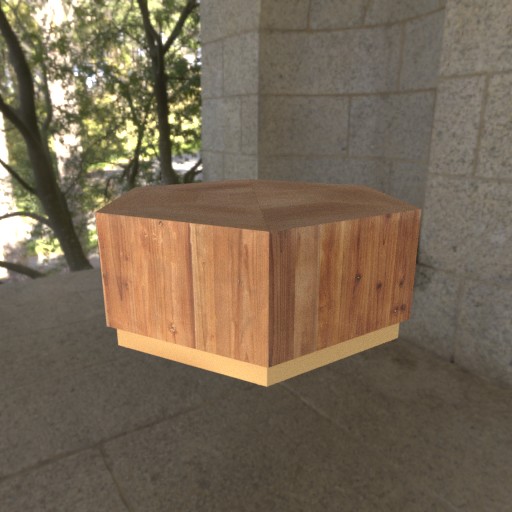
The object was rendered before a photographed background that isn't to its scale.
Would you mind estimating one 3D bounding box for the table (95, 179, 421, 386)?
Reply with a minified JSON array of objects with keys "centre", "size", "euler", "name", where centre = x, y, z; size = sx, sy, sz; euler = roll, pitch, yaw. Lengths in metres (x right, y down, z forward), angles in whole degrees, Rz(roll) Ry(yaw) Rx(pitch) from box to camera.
[{"centre":[0.000,0.000,1.693],"size":[1.154,0.456,1.000],"euler":[8,18,26],"name":"table"}]
